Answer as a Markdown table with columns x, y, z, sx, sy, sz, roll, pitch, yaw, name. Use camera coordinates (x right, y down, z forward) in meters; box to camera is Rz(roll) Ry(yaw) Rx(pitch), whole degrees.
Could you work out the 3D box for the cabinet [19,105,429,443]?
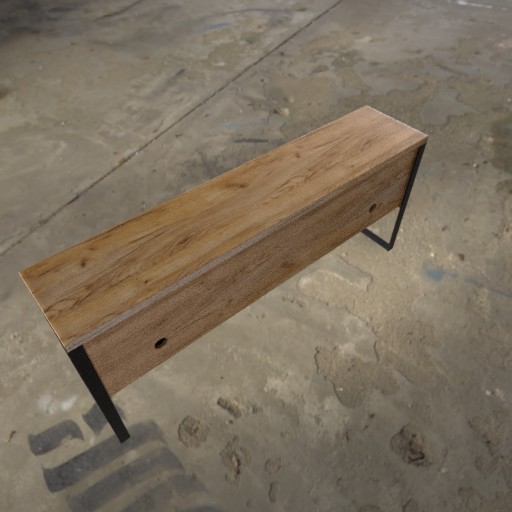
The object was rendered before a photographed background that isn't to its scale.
| x | y | z | sx | sy | sz | roll | pitch | yaw | name |
| --- | --- | --- | --- | --- | --- | --- | --- | --- | --- |
| 0.000 | 0.000 | 2.086 | 1.800 | 0.762 | 0.395 | -31 | 54 | -26 | cabinet |
